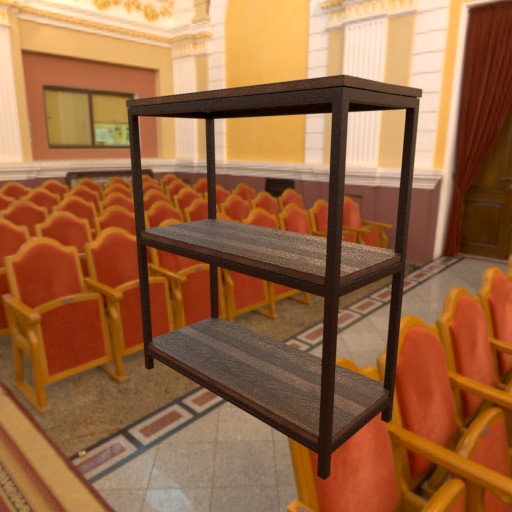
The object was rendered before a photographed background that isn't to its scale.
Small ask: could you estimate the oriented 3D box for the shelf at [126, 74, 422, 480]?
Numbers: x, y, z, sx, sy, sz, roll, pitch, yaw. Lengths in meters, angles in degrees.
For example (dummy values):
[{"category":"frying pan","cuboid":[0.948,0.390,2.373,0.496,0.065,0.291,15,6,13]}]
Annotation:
[{"category":"shelf","cuboid":[0.000,0.000,1.385,0.822,0.947,0.352,14,20,42]}]
